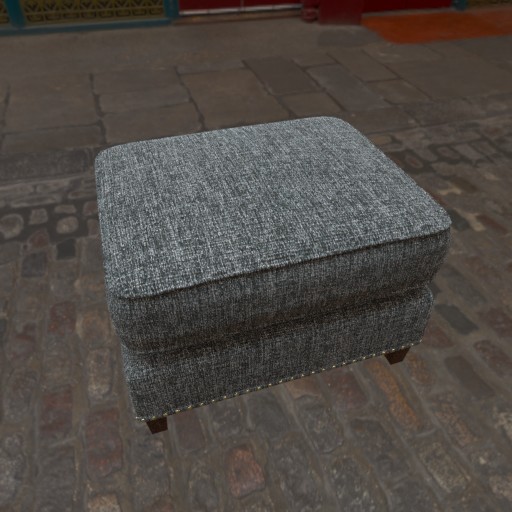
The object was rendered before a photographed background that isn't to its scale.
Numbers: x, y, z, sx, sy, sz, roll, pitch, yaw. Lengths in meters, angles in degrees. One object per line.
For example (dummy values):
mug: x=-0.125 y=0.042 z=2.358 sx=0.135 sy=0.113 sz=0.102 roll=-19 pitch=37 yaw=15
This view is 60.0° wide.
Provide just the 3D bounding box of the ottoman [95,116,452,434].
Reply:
ottoman: x=0.000 y=0.000 z=1.156 sx=0.738 sy=0.537 sz=0.589 roll=-12 pitch=42 yaw=-13
